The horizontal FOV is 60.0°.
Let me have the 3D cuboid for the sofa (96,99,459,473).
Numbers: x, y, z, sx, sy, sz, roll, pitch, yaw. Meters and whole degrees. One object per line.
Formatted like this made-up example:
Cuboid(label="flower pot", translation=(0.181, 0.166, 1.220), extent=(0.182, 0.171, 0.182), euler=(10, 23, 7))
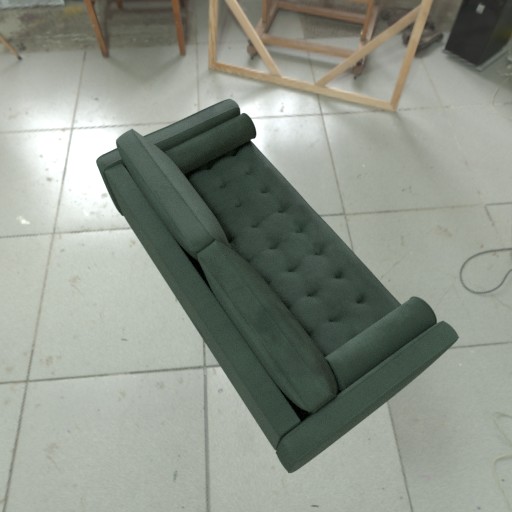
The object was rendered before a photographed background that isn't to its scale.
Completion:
Cuboid(label="sofa", translation=(0.000, 0.000, 2.334), extent=(0.916, 0.772, 1.880), euler=(-30, 64, -16))
